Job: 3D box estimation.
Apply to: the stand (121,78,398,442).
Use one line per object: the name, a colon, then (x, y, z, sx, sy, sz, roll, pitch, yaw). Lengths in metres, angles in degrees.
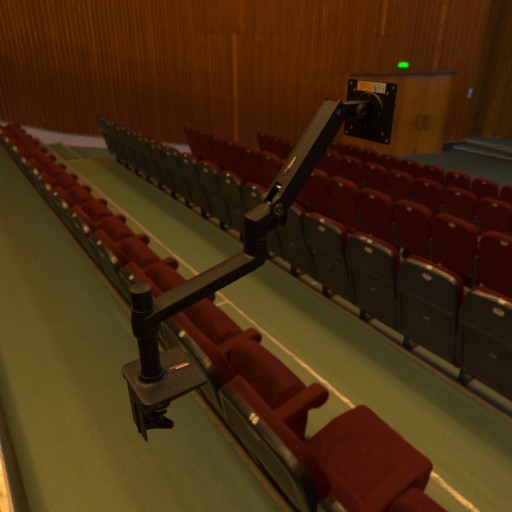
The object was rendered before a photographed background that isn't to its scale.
stand: (0.000, 0.000, 1.010, 0.650, 0.713, 0.152, -18, 32, -31)
